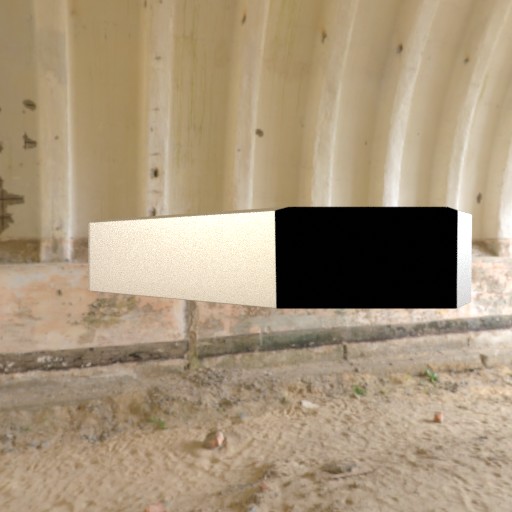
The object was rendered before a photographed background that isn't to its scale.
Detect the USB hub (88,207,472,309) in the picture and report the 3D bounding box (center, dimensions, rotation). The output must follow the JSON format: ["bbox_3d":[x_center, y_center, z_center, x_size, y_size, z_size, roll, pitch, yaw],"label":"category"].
[{"bbox_3d":[0.000,0.000,0.131,0.110,0.023,0.044,1,1,37],"label":"USB hub"}]
